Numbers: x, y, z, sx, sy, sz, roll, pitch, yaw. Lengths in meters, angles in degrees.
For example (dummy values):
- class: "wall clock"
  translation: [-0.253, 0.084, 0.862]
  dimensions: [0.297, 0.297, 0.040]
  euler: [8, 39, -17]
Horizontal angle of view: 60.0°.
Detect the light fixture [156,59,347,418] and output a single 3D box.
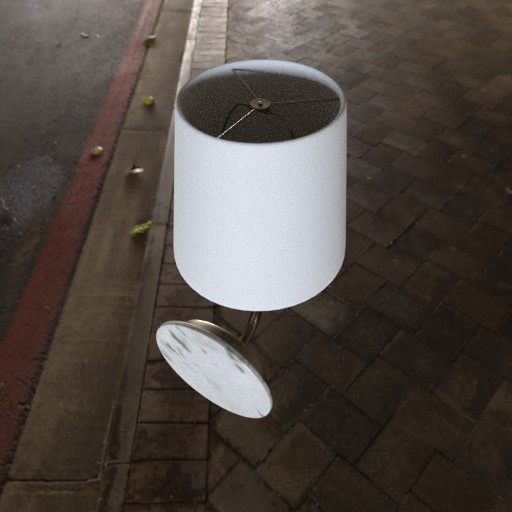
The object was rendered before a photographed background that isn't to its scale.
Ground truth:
- class: "light fixture"
  translation: [0.000, 0.000, 0.449]
  dimensions: [0.168, 0.337, 0.188]
  euler: [24, 52, 20]
